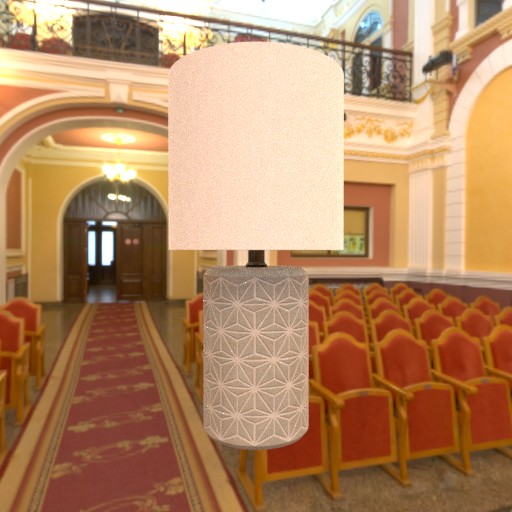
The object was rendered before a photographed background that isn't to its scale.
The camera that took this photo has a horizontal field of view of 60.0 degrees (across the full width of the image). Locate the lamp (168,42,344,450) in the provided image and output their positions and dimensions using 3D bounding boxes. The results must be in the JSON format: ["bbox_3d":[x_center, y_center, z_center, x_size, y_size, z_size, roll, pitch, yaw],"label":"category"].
[{"bbox_3d":[0.000,0.000,0.533,0.206,0.416,0.206,0,1,-17],"label":"lamp"}]
